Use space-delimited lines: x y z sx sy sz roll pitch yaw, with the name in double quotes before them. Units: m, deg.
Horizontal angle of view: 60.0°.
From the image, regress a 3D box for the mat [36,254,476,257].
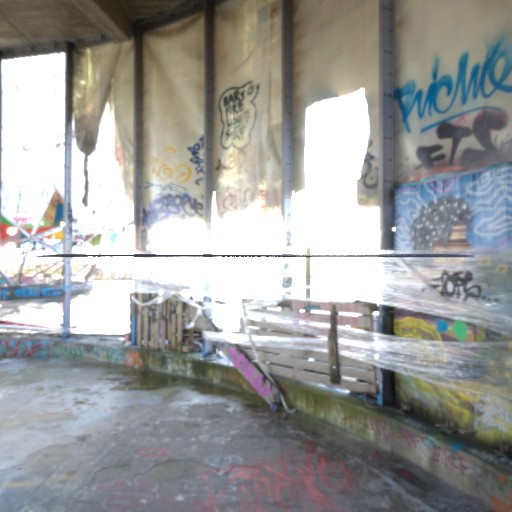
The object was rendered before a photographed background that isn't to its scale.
"mat" 0.000 0.000 1.876 1.524 0.013 0.918 0 0 0
